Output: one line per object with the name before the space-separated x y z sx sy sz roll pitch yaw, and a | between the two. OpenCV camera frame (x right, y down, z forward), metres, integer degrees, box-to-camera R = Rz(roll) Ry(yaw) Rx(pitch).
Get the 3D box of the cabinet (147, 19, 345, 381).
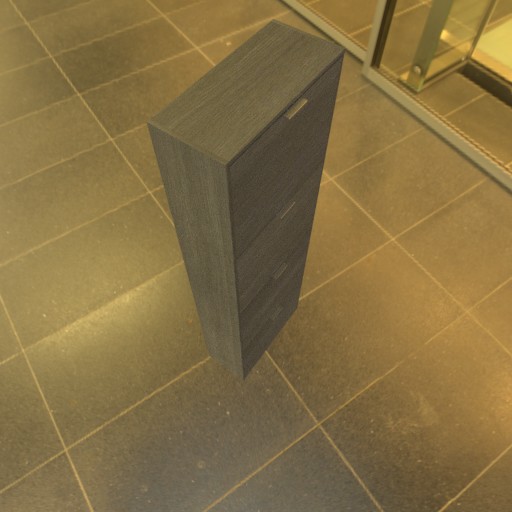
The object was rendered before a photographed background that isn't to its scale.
cabinet | 0.000 0.000 1.798 0.255 1.630 0.520 32 63 18
